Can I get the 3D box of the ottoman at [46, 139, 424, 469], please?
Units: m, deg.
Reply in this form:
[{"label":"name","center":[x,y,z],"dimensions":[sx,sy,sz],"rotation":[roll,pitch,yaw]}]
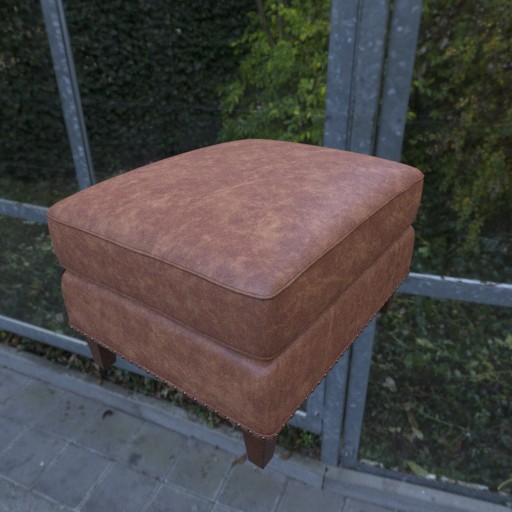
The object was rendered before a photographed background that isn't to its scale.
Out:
[{"label":"ottoman","center":[0.000,0.000,1.112],"dimensions":[0.586,0.486,0.742],"rotation":[18,33,31]}]
